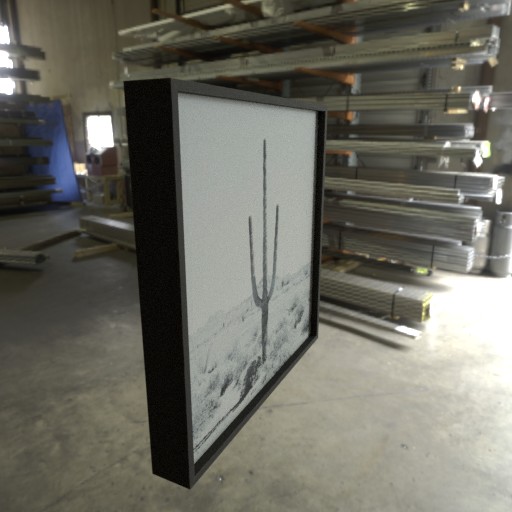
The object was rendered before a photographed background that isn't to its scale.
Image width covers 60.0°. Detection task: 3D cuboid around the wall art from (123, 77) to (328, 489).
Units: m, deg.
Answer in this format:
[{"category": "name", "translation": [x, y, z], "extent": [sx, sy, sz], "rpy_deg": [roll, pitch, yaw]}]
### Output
[{"category": "wall art", "translation": [0.000, 0.000, 0.450], "extent": [0.038, 0.305, 0.305], "rpy_deg": [8, 17, 26]}]
